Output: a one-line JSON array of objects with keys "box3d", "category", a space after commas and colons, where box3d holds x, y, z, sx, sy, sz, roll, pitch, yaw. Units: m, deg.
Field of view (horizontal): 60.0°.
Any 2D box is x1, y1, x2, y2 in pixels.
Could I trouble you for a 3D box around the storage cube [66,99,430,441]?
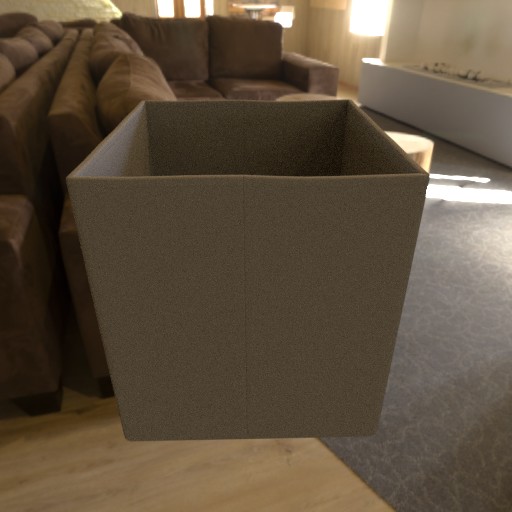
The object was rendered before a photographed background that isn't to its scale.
[{"box3d": [0.000, 0.000, 0.488, 0.270, 0.280, 0.270, -1, 30, -1], "category": "storage cube"}]
